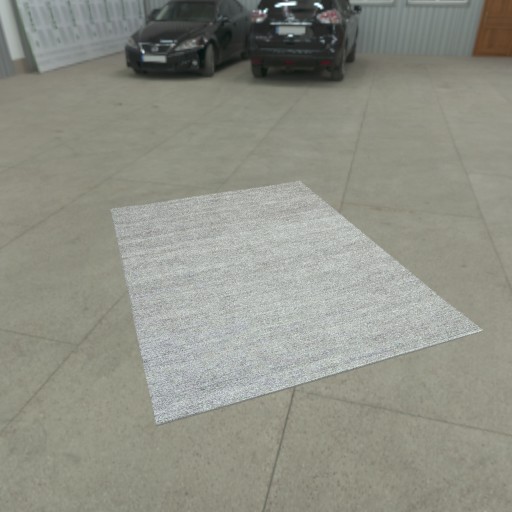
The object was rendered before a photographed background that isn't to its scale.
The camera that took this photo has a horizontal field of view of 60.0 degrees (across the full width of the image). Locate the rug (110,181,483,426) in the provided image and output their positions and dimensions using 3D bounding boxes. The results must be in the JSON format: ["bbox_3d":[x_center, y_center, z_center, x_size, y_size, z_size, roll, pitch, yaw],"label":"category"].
[{"bbox_3d":[0.000,0.000,4.219,2.434,0.045,3.202,-11,33,-17],"label":"rug"}]
